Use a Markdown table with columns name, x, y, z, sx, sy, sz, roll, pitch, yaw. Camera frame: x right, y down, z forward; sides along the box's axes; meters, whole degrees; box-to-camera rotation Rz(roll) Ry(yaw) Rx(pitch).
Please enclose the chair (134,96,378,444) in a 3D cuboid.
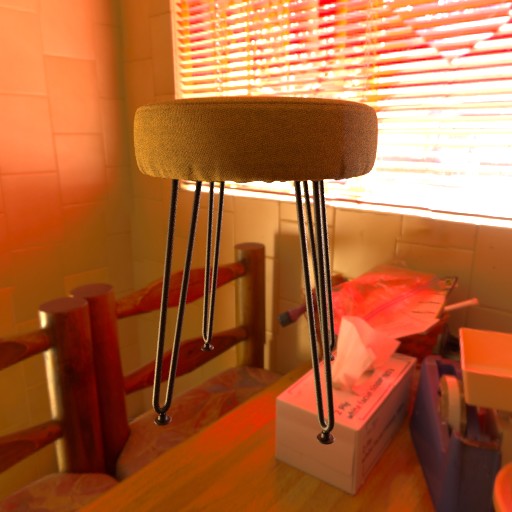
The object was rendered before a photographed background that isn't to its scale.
| name | x | y | z | sx | sy | sz | roll | pitch | yaw |
| --- | --- | --- | --- | --- | --- | --- | --- | --- | --- |
| chair | 0.000 | 0.000 | 0.694 | 0.345 | 0.455 | 0.345 | 3 | 15 | 10 |
